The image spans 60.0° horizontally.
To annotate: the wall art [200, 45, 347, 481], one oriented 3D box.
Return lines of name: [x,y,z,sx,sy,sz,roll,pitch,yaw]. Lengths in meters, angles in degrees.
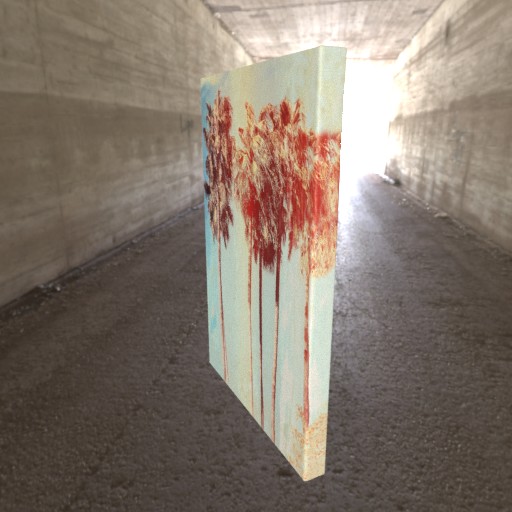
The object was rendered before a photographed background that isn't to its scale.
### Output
wall art: [0.000,0.000,0.768,0.038,0.610,0.401,-8,18,-26]
